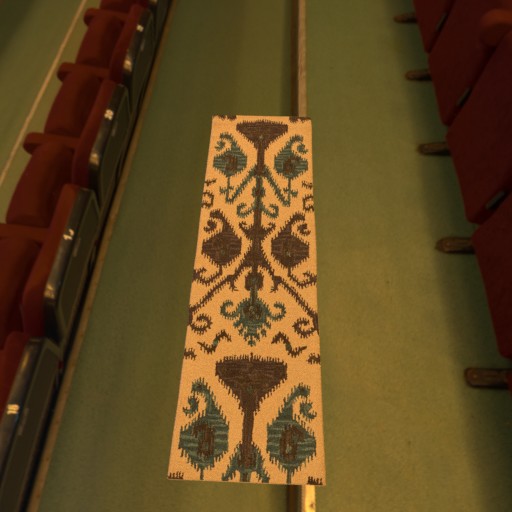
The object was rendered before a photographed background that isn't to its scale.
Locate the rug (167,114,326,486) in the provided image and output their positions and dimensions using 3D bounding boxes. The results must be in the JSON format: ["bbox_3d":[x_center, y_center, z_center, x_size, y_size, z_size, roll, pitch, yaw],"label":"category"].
[{"bbox_3d":[0.000,0.000,2.516,0.692,0.017,2.301,2,59,1],"label":"rug"}]
